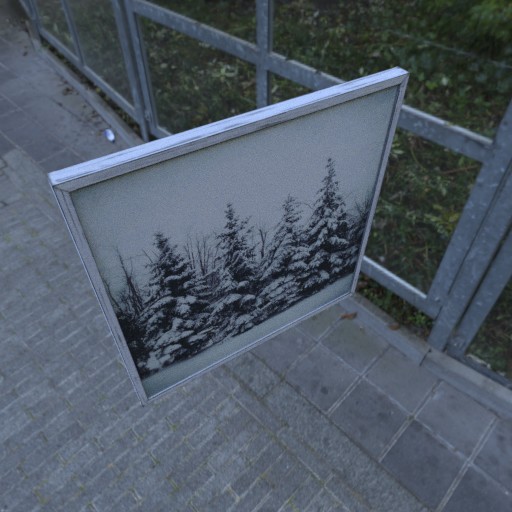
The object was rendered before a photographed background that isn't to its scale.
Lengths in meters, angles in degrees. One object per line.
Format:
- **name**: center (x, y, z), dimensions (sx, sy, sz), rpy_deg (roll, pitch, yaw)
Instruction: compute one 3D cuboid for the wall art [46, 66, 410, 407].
- **wall art**: center (0.000, 0.000, 1.104), dimensions (0.761, 0.761, 0.037), rpy_deg (-24, 51, -21)
